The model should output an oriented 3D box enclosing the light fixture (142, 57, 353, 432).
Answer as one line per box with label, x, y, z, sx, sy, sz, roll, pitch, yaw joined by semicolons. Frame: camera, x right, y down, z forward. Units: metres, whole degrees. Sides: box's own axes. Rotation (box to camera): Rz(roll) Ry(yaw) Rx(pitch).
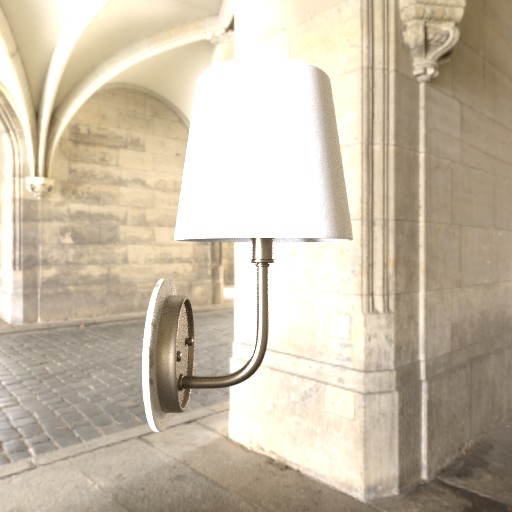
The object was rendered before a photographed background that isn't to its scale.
light fixture;0.000;0.000;0.437;0.188;0.337;0.168;0;0;1
